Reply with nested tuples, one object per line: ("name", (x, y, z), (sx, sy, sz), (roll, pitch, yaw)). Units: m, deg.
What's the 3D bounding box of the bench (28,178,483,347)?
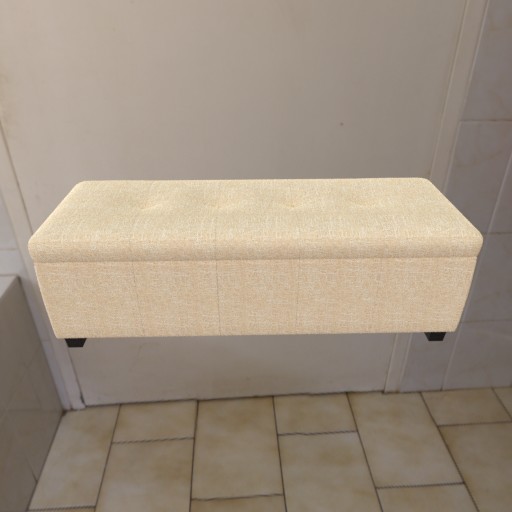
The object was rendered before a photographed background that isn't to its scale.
("bench", (0.000, 0.000, 1.436), (1.219, 0.406, 0.432), (-1, 31, -1))
